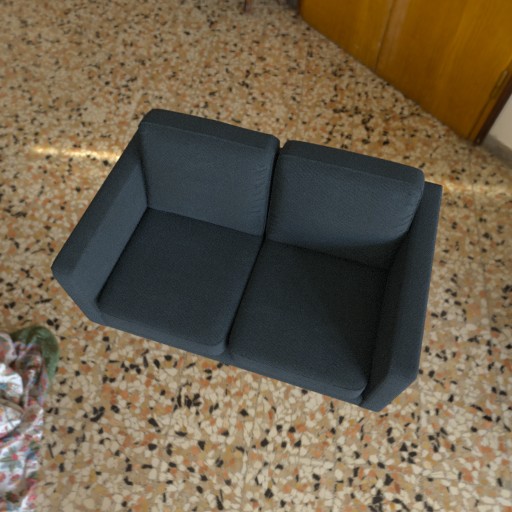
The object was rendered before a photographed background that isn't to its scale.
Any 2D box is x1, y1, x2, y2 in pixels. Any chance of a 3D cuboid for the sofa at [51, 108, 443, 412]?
[{"bbox_3d":[0.000,0.000,2.146,1.518,0.930,0.999,15,60,9],"label":"sofa"}]
